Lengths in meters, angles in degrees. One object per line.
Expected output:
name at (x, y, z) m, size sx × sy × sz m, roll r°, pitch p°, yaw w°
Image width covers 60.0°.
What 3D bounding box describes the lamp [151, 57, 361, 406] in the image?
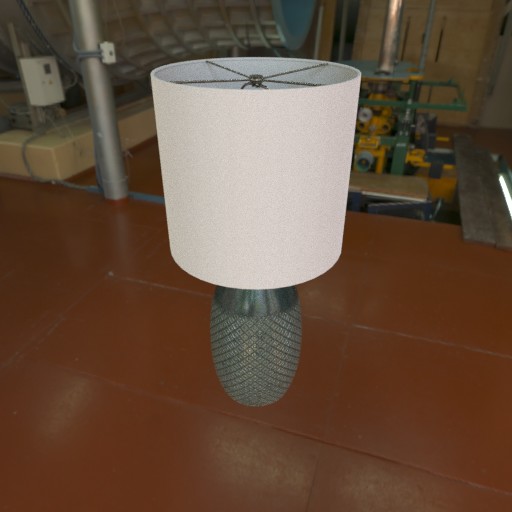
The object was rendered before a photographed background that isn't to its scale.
lamp at (0.000, 0.000, 0.580) m, size 0.217 × 0.453 × 0.217 m, roll -21°, pitch 37°, yaw -31°
